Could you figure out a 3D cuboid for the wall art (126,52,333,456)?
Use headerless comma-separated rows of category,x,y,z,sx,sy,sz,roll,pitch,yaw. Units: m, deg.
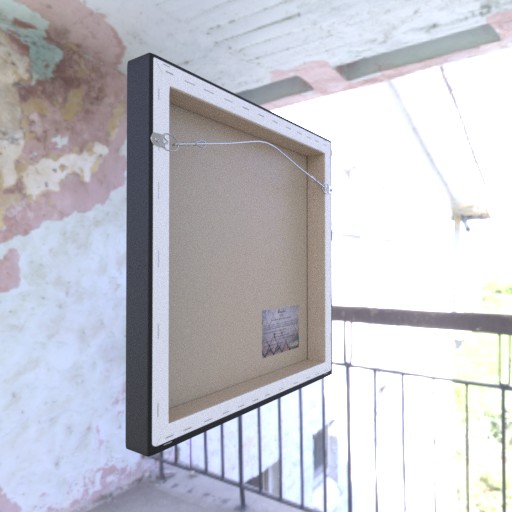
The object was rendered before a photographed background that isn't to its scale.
wall art,0.000,0.000,0.614,0.041,0.407,0.406,-1,-1,36
